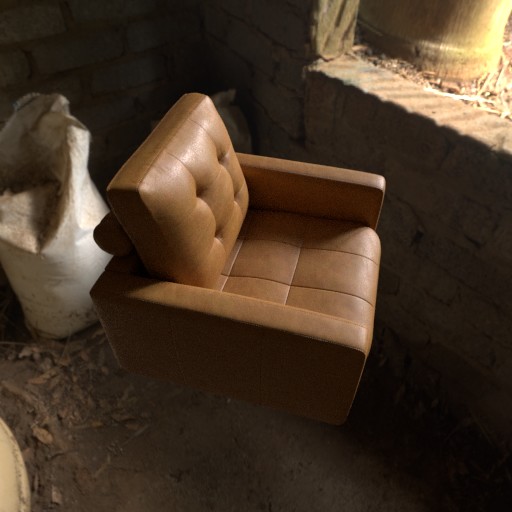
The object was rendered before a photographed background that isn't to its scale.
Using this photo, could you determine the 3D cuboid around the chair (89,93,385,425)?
[{"bbox_3d":[0.000,0.000,1.566,0.868,0.896,0.831,11,47,10],"label":"chair"}]
